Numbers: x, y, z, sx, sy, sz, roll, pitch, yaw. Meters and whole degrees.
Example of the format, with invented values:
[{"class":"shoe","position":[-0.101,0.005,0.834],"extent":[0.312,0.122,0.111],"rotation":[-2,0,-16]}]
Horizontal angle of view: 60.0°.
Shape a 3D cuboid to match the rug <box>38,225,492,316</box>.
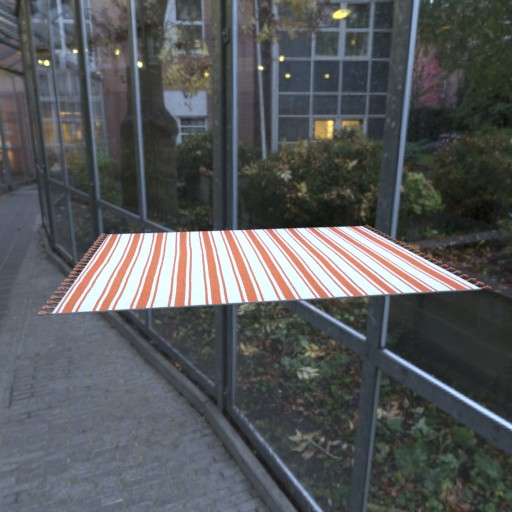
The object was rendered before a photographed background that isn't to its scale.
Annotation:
[{"class":"rug","position":[0.000,0.000,4.384],"extent":[3.369,0.035,2.451],"rotation":[-2,16,-9]}]
